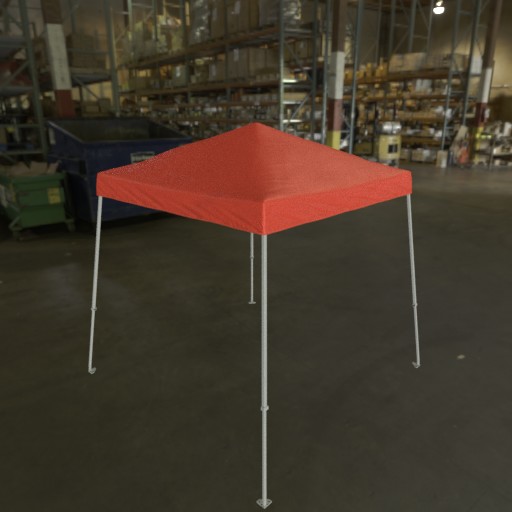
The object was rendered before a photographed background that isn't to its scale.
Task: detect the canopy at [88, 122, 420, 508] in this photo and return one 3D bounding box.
[{"bbox_3d":[0.000,0.000,4.940,2.850,2.850,2.849,16,24,41],"label":"canopy"}]
